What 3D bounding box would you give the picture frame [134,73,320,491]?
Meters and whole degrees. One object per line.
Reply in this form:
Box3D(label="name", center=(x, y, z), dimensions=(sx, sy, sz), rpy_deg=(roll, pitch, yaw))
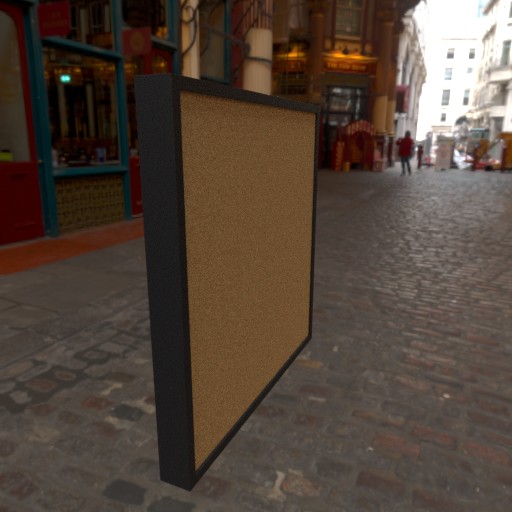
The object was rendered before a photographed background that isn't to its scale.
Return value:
Box3D(label="picture frame", center=(0.000, 0.000, 0.465), dimensions=(0.030, 0.317, 0.317), rpy_deg=(7, 16, 24))
